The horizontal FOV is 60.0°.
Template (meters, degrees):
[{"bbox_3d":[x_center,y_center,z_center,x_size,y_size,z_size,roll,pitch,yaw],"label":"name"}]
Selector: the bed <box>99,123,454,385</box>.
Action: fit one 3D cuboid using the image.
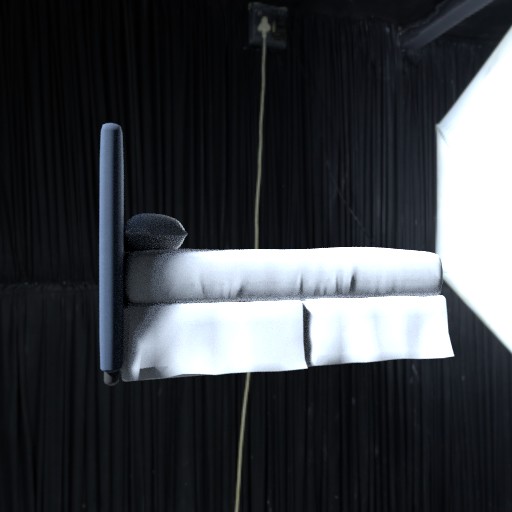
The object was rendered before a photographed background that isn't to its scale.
[{"bbox_3d":[0.000,0.000,3.291,2.162,1.330,1.713,0,0,-18],"label":"bed"}]
